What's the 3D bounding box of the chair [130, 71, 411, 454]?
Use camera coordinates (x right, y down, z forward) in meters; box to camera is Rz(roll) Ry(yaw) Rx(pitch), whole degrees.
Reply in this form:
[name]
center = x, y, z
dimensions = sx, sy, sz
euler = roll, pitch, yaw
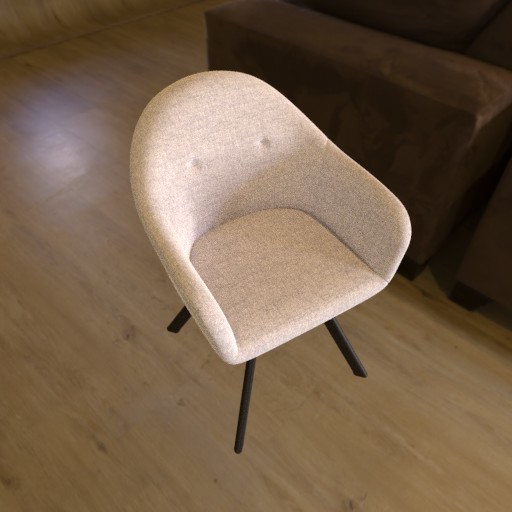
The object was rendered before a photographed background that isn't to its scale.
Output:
[chair]
center = 0.000, 0.000, 1.166
dimensions = 0.540, 0.780, 0.570
euler = -23, 49, -21
